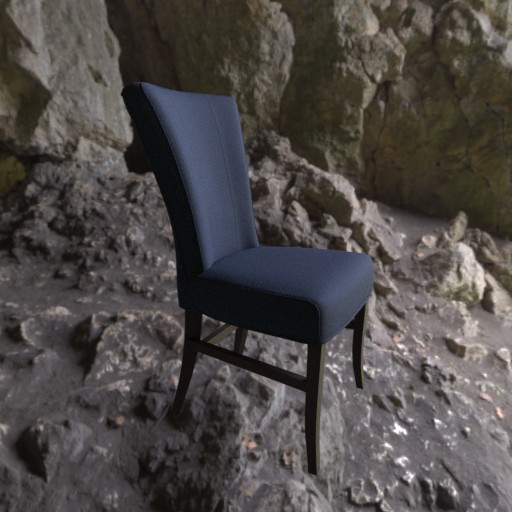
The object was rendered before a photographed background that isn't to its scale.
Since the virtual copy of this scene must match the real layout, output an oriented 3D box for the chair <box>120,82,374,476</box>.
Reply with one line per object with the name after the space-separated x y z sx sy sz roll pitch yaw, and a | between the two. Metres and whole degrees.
0.000 0.000 1.372 0.660 0.991 0.520 8 16 27 | chair
